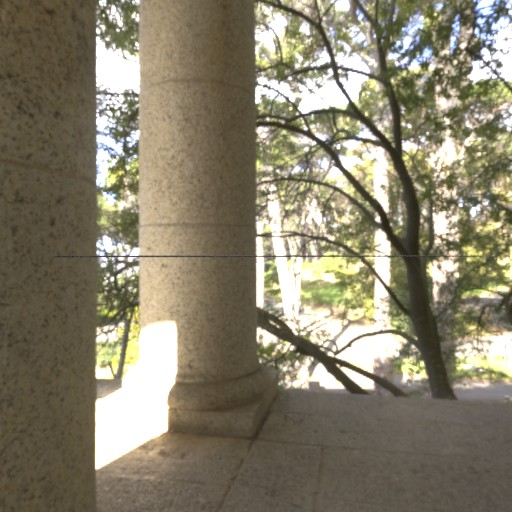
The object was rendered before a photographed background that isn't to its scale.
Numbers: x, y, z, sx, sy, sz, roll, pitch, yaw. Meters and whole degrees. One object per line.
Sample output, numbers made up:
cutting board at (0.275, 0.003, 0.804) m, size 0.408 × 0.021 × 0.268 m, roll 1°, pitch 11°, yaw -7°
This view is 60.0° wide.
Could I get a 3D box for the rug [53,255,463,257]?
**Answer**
rug at (0.000, 0.000, 4.285) m, size 3.371 × 0.008 × 2.190 m, roll 0°, pitch 0°, yaw -18°
